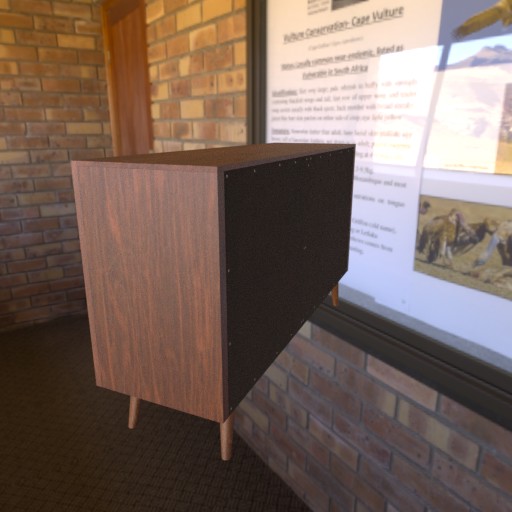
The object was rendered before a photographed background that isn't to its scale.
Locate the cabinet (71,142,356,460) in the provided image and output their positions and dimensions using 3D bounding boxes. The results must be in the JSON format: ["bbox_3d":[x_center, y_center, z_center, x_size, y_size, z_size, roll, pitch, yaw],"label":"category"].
[{"bbox_3d":[0.000,0.000,2.008,0.505,0.940,1.575,7,18,23],"label":"cabinet"}]
